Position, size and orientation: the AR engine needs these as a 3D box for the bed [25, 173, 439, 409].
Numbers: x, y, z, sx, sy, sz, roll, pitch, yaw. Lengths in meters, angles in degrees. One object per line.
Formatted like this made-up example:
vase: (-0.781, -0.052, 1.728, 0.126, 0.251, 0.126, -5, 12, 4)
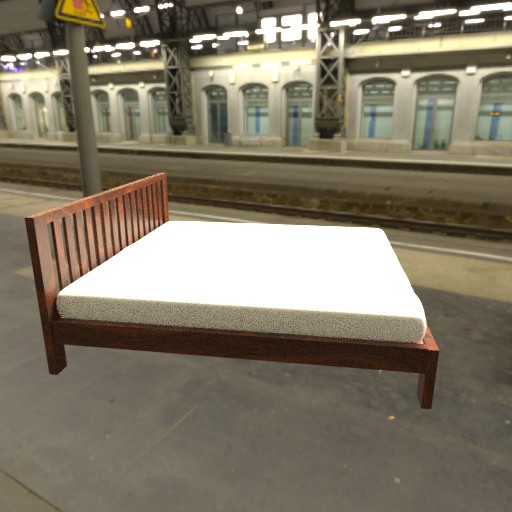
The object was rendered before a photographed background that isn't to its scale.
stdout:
bed: (0.000, 0.000, 3.083, 2.030, 0.890, 1.905, 3, 17, 8)
